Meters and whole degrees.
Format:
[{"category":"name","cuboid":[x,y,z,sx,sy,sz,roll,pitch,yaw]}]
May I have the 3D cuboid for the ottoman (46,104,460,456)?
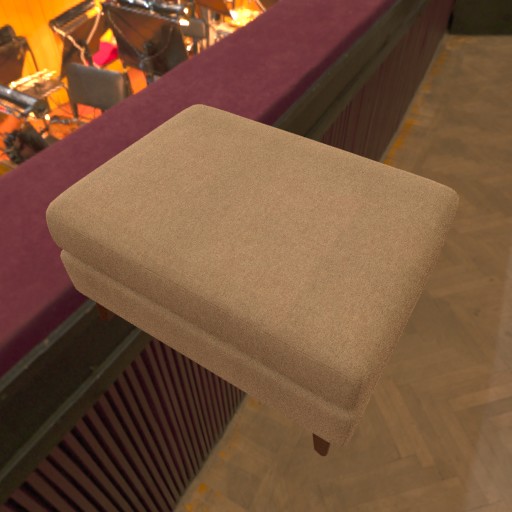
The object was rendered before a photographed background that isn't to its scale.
[{"category":"ottoman","cuboid":[0.000,0.000,1.181,0.823,0.478,0.610,25,52,21]}]
